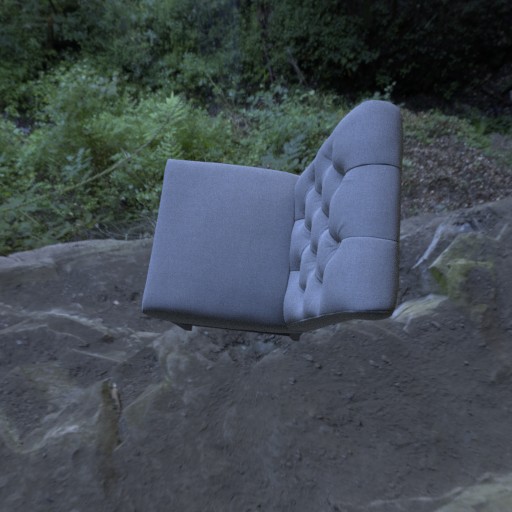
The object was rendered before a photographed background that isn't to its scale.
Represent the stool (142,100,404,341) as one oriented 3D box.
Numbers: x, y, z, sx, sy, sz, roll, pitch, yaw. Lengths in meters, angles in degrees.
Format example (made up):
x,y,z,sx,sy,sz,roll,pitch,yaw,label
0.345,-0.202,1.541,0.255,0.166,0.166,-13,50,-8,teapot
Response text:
x,y,z,sx,sy,sz,roll,pitch,yaw,label
0.000,0.000,1.432,0.601,1.140,0.493,6,76,2,stool
